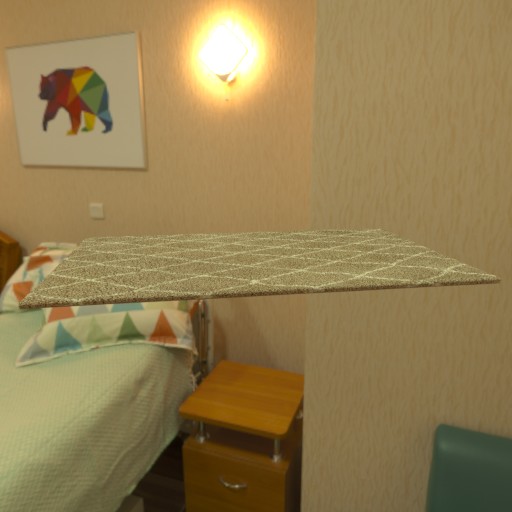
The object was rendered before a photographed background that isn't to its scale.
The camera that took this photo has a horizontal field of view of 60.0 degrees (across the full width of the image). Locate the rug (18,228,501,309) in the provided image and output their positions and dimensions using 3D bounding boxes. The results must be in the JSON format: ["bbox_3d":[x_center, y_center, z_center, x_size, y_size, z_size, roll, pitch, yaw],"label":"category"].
[{"bbox_3d":[0.000,0.000,2.920,2.438,0.030,1.524,-2,14,-9],"label":"rug"}]
